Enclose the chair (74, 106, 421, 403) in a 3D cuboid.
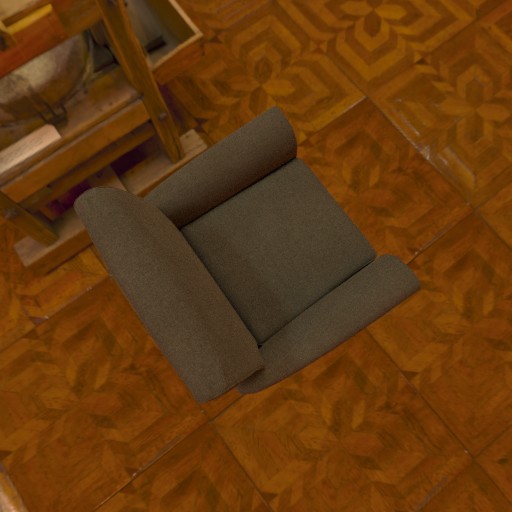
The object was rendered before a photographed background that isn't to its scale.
[{"bbox_3d":[0.000,0.000,1.813,0.905,1.061,0.978,-34,77,-9],"label":"chair"}]
